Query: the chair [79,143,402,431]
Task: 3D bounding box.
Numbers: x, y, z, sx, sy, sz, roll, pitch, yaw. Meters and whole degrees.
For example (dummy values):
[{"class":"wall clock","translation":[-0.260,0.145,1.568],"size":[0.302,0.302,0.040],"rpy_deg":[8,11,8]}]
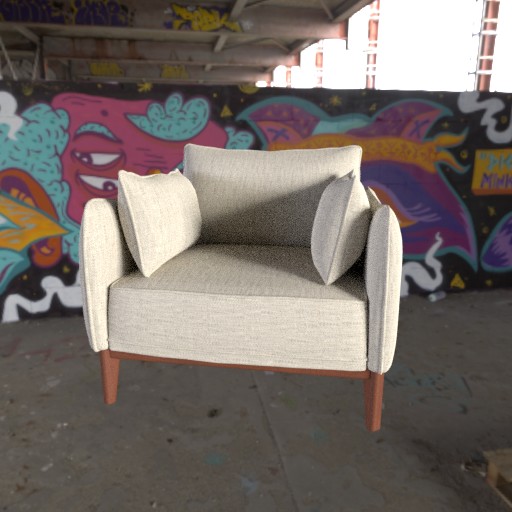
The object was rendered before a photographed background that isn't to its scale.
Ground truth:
[{"class":"chair","translation":[0.000,0.000,1.729],"size":[0.994,0.855,0.991],"rpy_deg":[2,14,9]}]
